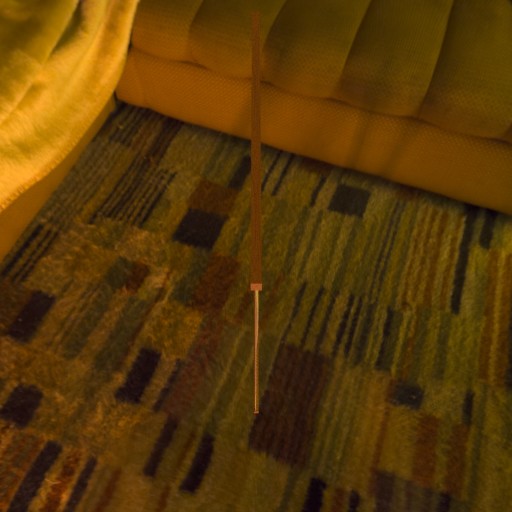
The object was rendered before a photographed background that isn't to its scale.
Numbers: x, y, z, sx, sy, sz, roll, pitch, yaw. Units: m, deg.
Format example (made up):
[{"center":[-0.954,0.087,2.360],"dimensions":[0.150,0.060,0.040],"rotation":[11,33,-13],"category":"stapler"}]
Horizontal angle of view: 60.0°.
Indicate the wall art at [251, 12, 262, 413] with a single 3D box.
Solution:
[{"center":[0.000,0.000,1.894],"dimensions":[0.025,1.521,1.011],"rotation":[0,60,0],"category":"wall art"}]
